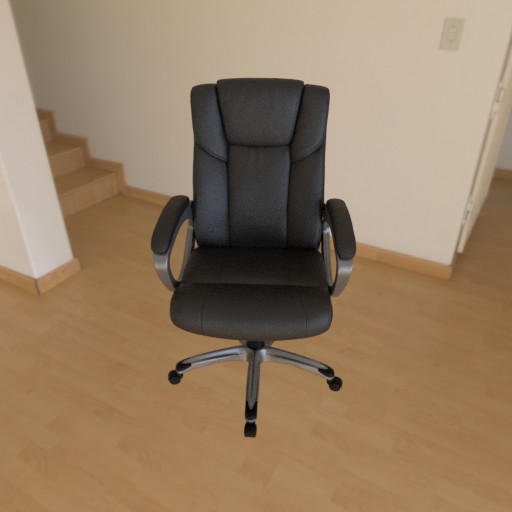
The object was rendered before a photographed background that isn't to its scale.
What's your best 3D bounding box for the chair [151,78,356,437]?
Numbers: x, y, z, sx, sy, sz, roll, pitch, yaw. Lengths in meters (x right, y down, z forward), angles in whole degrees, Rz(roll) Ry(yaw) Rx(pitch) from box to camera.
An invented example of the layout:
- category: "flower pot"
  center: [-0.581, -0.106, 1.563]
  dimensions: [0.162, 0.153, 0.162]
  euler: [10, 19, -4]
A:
- category: "chair"
  center: [0.000, 0.000, 1.622]
  dimensions: [0.721, 1.130, 0.719]
  euler: [2, 31, 4]
